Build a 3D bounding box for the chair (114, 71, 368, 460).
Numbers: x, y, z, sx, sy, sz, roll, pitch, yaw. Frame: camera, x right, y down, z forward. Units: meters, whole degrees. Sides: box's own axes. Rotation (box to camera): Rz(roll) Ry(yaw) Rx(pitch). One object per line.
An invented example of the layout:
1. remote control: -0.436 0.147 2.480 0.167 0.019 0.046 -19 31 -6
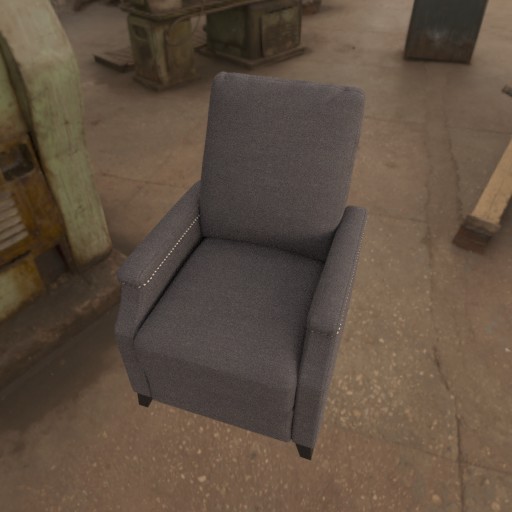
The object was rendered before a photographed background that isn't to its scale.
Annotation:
1. chair: 0.000 0.000 1.611 0.710 1.049 0.922 12 42 14
